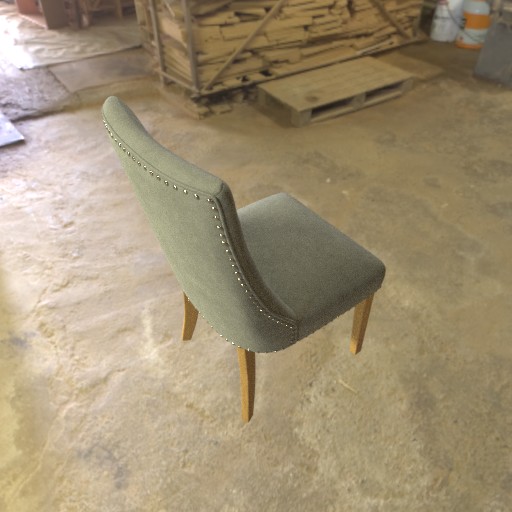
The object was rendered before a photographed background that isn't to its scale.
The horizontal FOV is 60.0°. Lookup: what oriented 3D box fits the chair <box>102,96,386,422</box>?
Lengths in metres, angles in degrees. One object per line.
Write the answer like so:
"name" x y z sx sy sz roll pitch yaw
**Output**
"chair" 0.000 0.000 1.266 0.610 0.902 0.495 -26 48 -26
